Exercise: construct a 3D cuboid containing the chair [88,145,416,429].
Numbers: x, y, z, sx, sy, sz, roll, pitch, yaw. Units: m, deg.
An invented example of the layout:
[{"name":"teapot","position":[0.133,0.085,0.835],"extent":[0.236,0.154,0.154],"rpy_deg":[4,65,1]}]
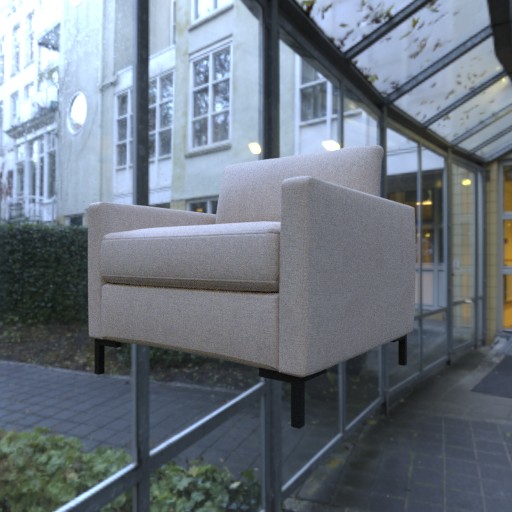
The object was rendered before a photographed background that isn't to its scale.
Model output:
[{"name":"chair","position":[0.000,0.000,1.679],"extent":[0.963,0.861,0.866],"rpy_deg":[0,0,37]}]
